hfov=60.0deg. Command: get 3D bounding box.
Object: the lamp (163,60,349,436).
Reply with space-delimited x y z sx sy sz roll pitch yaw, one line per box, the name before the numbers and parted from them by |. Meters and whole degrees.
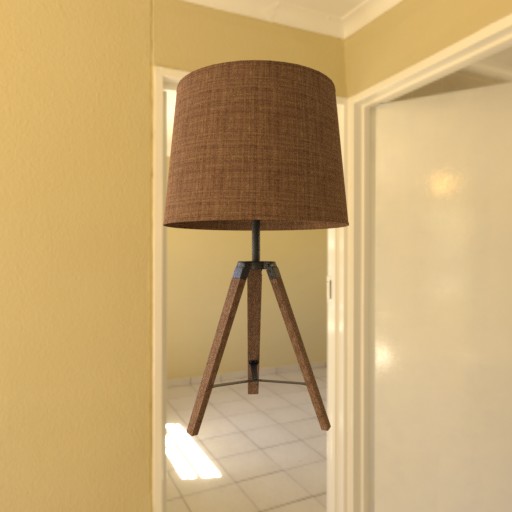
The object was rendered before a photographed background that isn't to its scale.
lamp | 0.000 0.000 0.705 0.290 0.514 0.290 0 1 0
